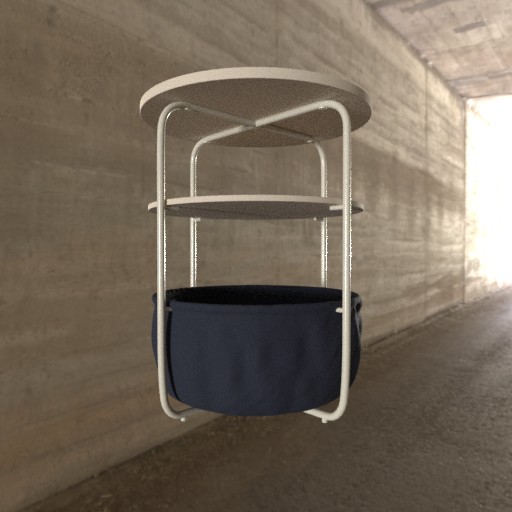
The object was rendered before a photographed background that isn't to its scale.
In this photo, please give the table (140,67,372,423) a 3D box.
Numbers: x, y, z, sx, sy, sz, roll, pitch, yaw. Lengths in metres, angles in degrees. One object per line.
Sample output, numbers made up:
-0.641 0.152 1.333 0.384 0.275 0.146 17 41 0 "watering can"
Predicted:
0.000 0.000 0.829 0.418 0.532 0.418 0 1 2 "table"
